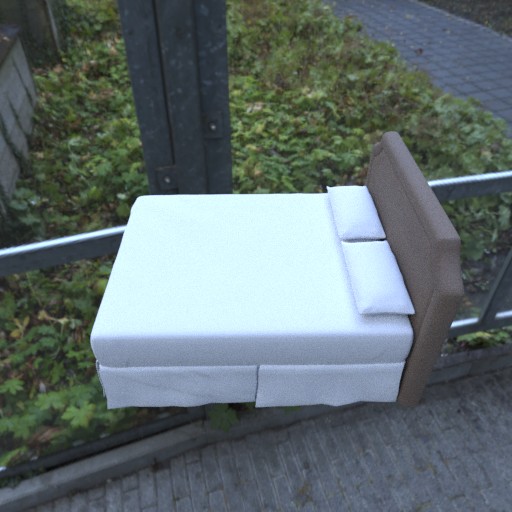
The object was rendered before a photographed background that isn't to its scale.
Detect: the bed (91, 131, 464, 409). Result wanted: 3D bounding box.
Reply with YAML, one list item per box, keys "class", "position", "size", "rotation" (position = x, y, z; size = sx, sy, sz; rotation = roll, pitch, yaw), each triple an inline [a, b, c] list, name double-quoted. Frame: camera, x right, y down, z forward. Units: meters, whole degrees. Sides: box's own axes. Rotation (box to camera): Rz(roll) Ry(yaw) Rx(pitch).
- class: "bed"
  position: [0.000, 0.000, 3.152]
  size: [2.116, 1.290, 1.693]
  rotation: [-1, 41, -1]
